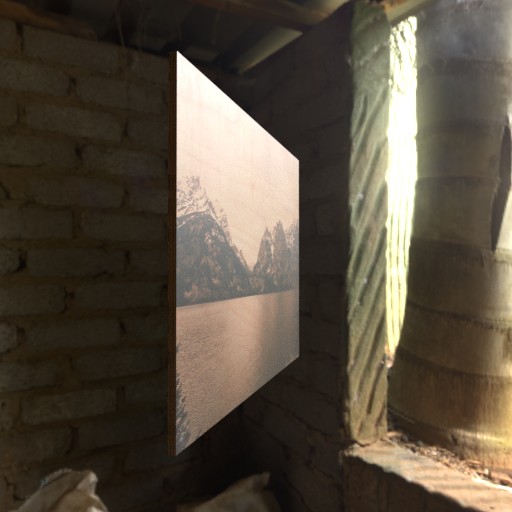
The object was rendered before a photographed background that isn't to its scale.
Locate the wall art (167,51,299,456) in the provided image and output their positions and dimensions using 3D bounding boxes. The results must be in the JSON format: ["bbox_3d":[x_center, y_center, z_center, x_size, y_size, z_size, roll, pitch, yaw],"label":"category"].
[{"bbox_3d":[0.000,0.000,0.687,0.010,0.408,0.508,0,-1,20],"label":"wall art"}]
